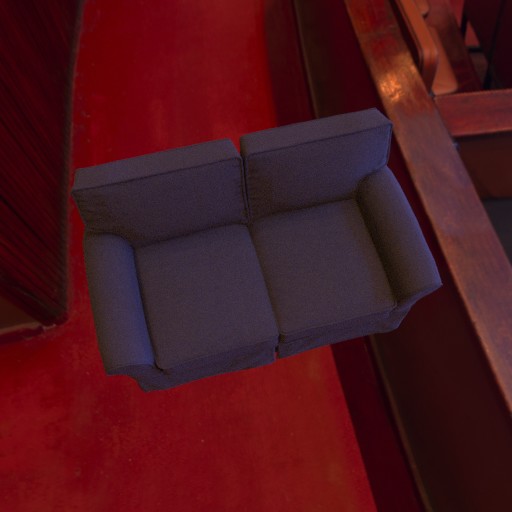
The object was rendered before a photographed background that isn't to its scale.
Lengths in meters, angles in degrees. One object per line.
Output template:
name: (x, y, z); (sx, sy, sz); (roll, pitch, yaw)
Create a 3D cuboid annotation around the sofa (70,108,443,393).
sofa: (0.000, 0.000, 2.488); (1.801, 1.059, 0.997); (-13, 65, -6)
